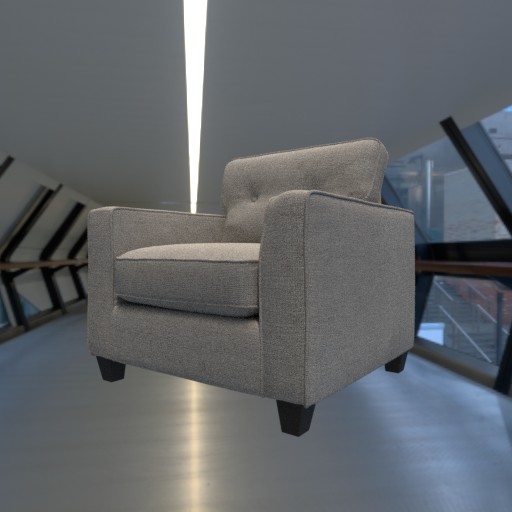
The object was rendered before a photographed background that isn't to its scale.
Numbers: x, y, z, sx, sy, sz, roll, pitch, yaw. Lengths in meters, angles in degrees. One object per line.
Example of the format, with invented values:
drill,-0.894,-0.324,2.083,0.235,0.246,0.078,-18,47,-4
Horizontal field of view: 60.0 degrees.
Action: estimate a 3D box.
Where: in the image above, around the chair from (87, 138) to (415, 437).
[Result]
chair,0.000,0.000,1.784,1.015,0.965,0.939,1,1,36
